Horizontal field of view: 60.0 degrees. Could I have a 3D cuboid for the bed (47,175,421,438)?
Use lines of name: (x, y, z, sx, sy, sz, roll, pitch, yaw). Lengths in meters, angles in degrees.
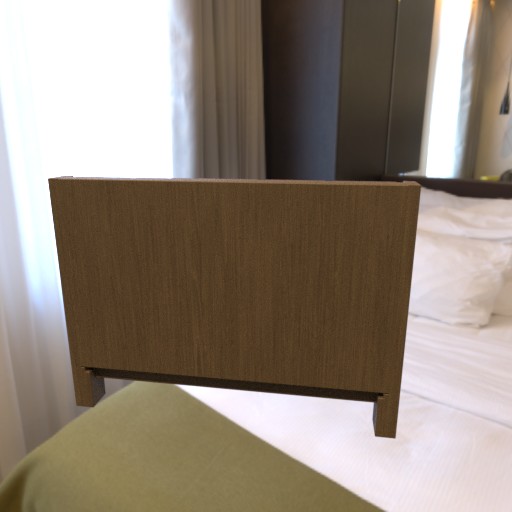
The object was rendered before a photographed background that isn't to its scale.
bed: (0.000, 0.000, 3.120, 1.735, 1.261, 1.992, 3, 16, 9)
